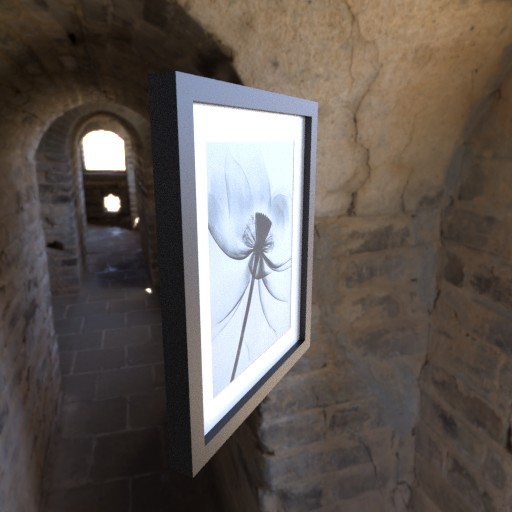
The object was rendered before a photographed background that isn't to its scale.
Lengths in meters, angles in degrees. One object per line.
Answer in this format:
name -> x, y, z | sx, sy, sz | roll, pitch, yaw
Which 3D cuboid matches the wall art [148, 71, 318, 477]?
wall art -> 0.000, 0.000, 0.545 | 0.029, 0.381, 0.330 | 7, 16, 26
